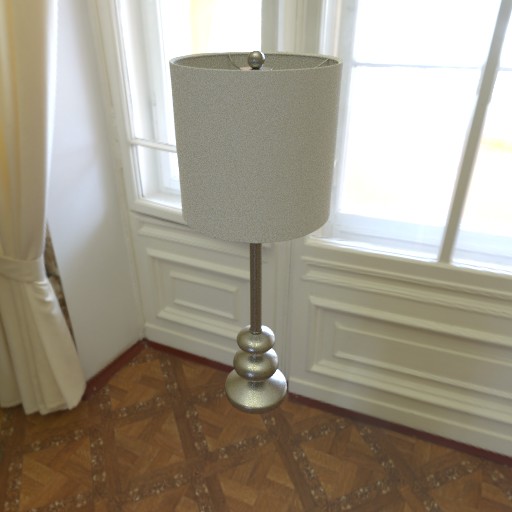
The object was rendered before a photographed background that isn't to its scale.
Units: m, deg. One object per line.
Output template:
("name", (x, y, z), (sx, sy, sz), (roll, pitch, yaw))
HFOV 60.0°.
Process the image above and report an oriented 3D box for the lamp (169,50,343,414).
("lamp", (0.000, 0.000, 0.816), (0.254, 0.690, 0.254), (-11, 32, -19))
